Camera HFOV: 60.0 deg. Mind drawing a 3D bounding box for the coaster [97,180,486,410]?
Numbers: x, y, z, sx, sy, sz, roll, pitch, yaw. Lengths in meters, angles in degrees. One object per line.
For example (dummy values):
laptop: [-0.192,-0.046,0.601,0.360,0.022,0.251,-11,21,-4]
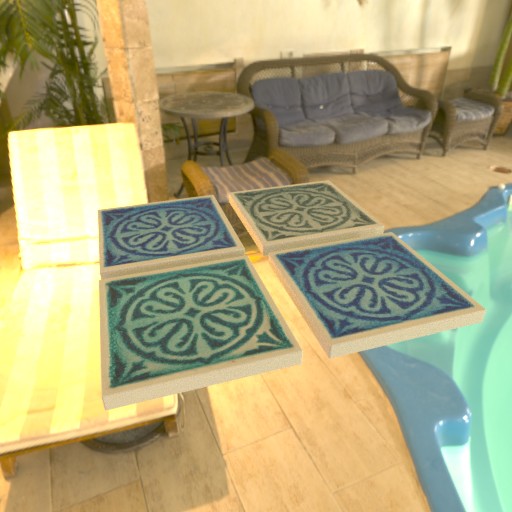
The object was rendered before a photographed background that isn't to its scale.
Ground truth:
coaster: [0.000,0.000,0.324,0.219,0.010,0.214,-9,33,-15]
